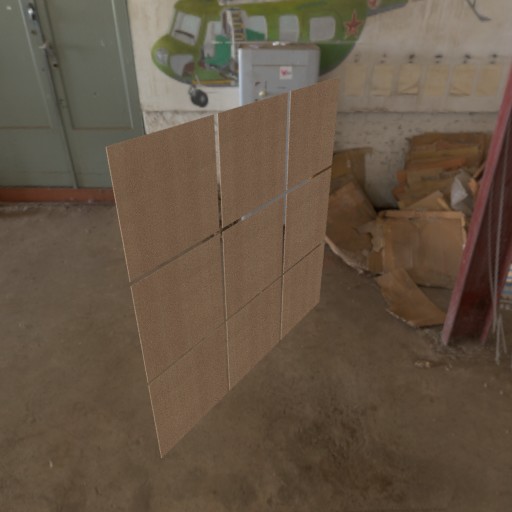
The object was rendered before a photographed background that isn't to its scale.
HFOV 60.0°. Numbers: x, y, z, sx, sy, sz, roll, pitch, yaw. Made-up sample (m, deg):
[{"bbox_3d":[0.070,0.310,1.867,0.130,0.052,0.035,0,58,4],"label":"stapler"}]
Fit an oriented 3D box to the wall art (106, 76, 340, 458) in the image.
[{"bbox_3d":[0.000,0.000,2.239,0.002,1.505,1.517,21,37,30],"label":"wall art"}]
